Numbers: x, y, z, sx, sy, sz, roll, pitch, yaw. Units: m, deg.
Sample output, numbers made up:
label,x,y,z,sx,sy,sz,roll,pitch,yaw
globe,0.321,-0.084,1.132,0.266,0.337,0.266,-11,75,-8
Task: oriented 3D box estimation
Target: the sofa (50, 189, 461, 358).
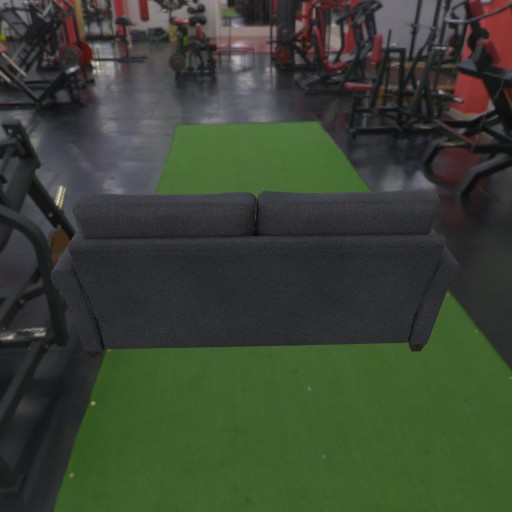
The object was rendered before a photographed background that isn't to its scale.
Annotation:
label,x,y,z,sx,sy,sz,roll,pitch,yaw
sofa,0.000,0.000,2.410,1.935,0.942,0.842,-1,30,-2
